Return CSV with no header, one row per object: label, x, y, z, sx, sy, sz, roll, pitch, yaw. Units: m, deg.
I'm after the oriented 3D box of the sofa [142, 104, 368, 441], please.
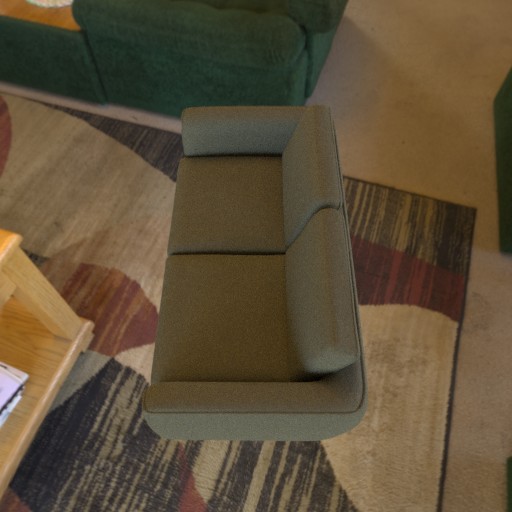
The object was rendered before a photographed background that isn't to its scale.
sofa,0.000,0.000,2.234,0.920,0.850,1.700,0,59,0
